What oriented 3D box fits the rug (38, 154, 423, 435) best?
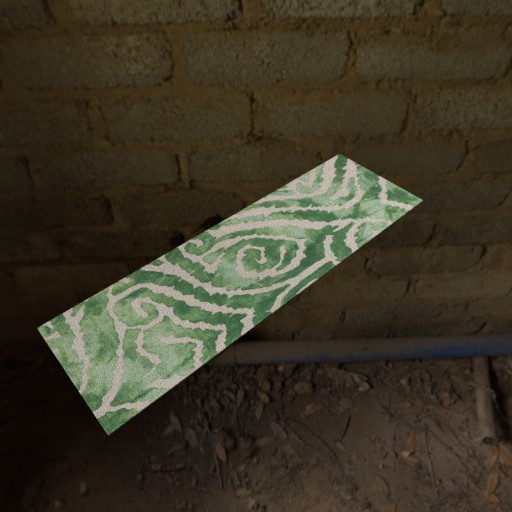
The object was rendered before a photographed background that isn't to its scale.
[{"bbox_3d":[0.000,0.000,2.720,2.438,0.006,0.761,-33,55,-27],"label":"rug"}]
